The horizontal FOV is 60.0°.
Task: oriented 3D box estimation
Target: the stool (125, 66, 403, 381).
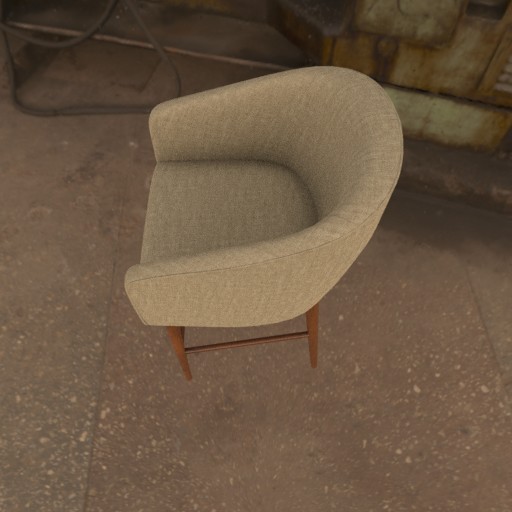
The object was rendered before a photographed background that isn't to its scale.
[{"bbox_3d":[0.000,0.000,1.379,0.607,1.078,0.559,-1,59,-1],"label":"stool"}]
